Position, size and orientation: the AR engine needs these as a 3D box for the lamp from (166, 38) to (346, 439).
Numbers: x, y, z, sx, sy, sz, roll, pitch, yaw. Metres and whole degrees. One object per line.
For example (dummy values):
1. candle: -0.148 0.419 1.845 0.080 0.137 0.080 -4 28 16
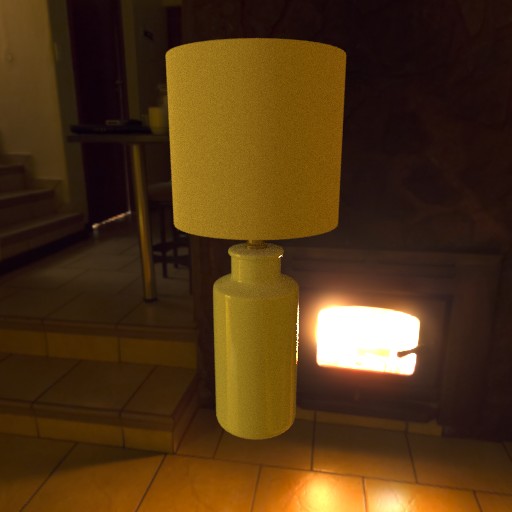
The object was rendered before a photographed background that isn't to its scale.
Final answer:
1. lamp: 0.000 0.000 0.594 0.212 0.493 0.212 -3 15 -10
